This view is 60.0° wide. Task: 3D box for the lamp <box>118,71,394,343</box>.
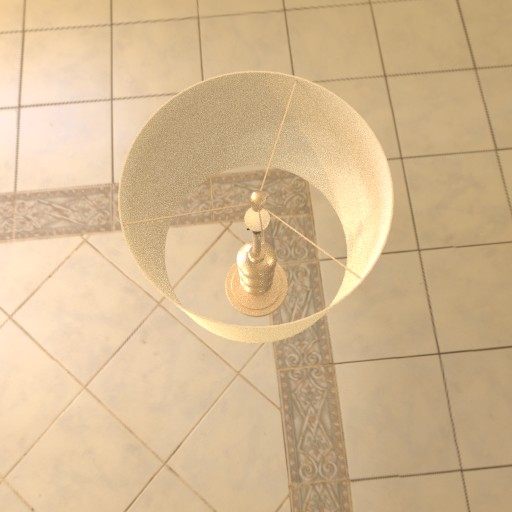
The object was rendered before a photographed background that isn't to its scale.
[{"bbox_3d":[0.000,0.000,0.703,0.277,0.538,0.277,-14,76,-4],"label":"lamp"}]
